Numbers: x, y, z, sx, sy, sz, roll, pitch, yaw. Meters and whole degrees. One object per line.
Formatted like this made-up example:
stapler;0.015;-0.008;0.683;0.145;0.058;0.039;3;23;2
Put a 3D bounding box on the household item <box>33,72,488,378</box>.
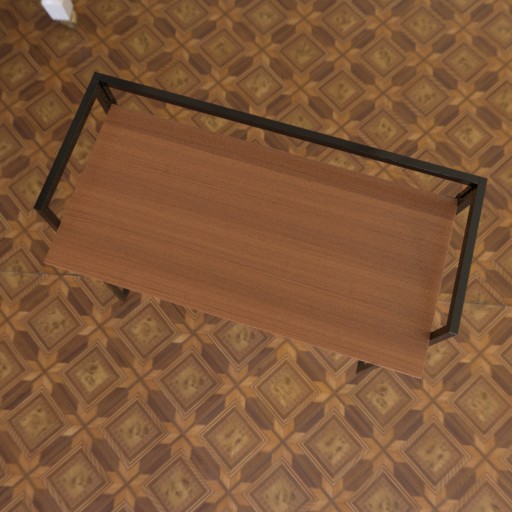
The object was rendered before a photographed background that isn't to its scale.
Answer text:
household item;0.000;0.000;1.492;1.050;0.860;0.510;16;77;4
